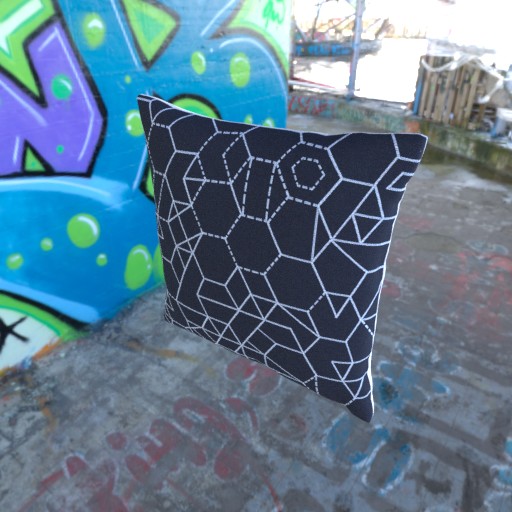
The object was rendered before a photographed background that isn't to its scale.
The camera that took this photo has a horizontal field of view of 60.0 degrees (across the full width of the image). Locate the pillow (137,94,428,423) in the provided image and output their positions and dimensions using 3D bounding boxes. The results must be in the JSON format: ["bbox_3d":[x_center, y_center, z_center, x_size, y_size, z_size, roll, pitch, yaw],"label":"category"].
[{"bbox_3d":[0.000,0.000,0.796,0.517,0.508,0.158,19,34,30],"label":"pillow"}]
